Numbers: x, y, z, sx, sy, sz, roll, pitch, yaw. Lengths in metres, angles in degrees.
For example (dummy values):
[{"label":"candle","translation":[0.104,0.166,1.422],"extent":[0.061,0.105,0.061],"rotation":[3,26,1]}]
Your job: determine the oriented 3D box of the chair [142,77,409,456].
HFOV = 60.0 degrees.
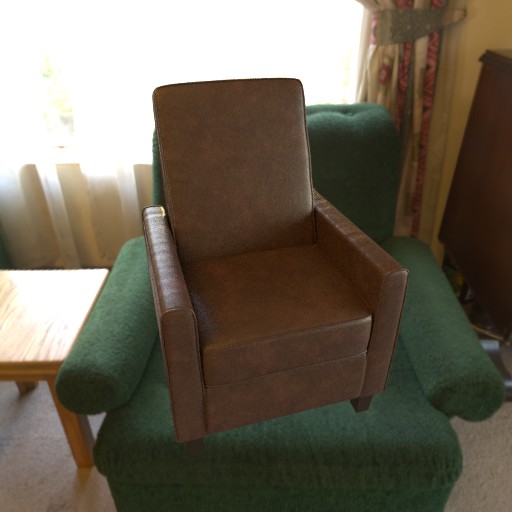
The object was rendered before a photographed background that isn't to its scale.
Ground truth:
[{"label":"chair","translation":[0.000,0.000,1.489],"extent":[0.705,1.013,0.746],"rotation":[-9,33,-14]}]
